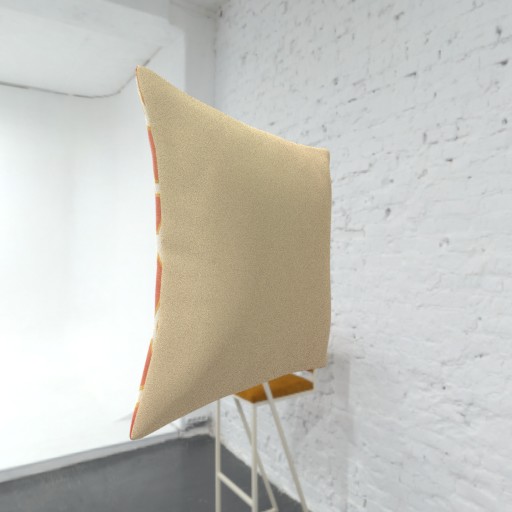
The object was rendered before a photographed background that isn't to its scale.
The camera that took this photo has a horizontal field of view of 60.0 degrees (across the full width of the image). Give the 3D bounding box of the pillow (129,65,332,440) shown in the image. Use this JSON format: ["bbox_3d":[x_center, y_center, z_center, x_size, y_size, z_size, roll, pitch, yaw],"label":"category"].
[{"bbox_3d":[0.000,0.000,0.817,0.166,0.508,0.552,-1,-1,37],"label":"pillow"}]
